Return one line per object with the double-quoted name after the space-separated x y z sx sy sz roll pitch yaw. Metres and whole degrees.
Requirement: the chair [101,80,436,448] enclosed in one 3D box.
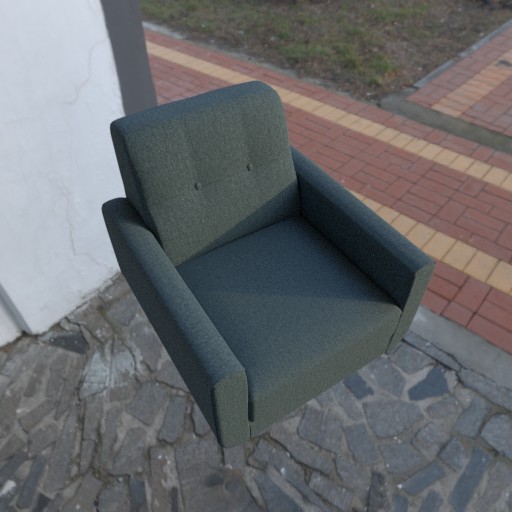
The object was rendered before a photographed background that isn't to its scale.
0.000 0.000 1.710 0.880 0.940 0.964 -25 51 -22 "chair"
